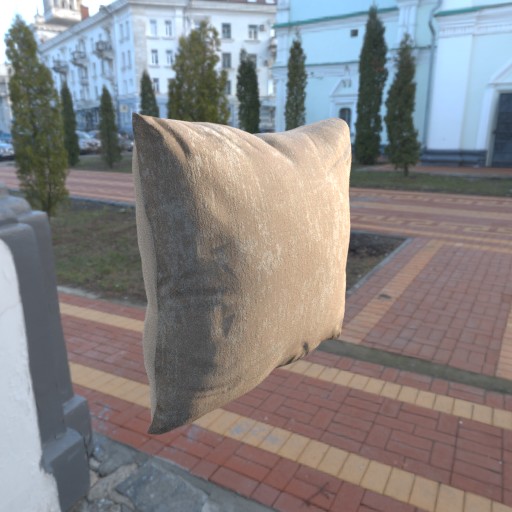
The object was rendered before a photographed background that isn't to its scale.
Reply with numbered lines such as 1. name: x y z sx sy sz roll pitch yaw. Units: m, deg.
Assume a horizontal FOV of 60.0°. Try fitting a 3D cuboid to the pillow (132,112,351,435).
1. pillow: 0.000 0.000 0.738 0.450 0.448 0.245 -15 21 -42
